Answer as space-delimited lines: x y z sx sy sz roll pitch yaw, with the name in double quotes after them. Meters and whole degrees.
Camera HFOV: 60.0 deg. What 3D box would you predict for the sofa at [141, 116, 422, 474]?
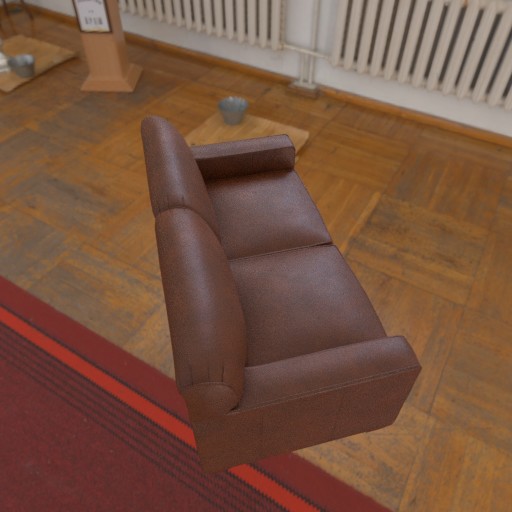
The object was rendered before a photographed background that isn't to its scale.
0.000 0.000 2.430 1.000 0.966 1.856 -10 47 -10 "sofa"
